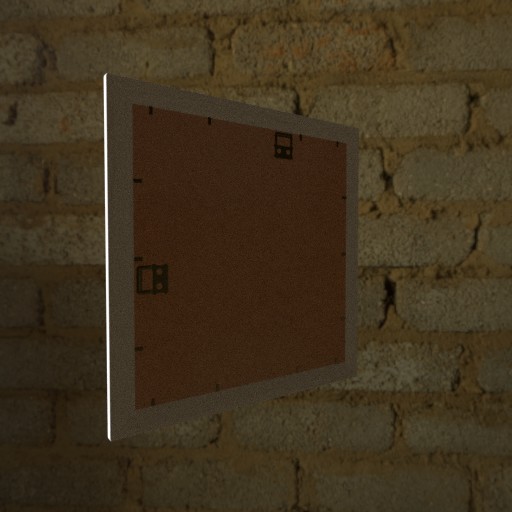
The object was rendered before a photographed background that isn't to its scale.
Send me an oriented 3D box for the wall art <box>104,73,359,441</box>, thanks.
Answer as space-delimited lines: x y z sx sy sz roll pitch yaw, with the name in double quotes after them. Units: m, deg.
0.000 0.000 0.876 0.584 0.584 0.013 -1 2 -36 "wall art"
